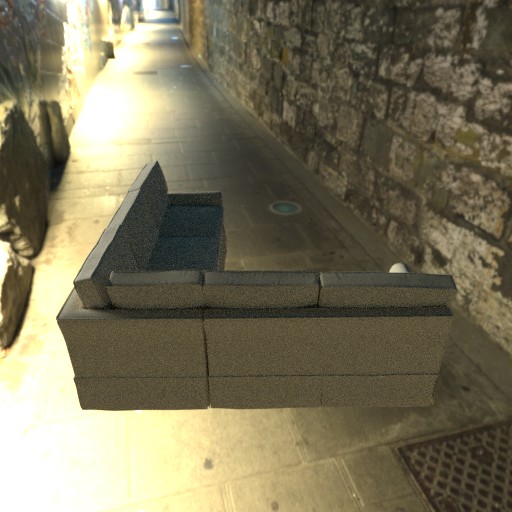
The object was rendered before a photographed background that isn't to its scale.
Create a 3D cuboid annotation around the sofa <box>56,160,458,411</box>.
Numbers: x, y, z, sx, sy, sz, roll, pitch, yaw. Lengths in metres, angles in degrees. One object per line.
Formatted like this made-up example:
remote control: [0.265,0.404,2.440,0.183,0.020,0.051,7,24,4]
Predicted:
sofa: [0.000,0.000,4.062,2.591,1.070,2.597,0,30,-1]
